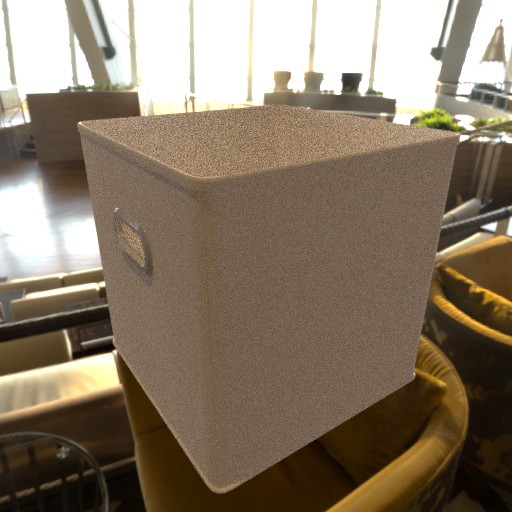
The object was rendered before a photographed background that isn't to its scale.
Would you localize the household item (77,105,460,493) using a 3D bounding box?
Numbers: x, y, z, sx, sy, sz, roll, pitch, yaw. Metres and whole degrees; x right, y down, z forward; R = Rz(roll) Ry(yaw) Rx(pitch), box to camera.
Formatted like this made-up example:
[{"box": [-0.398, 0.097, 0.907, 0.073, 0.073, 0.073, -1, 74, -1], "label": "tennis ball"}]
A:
[{"box": [0.000, 0.000, 0.539, 0.305, 0.305, 0.305, -16, 30, -31], "label": "household item"}]
